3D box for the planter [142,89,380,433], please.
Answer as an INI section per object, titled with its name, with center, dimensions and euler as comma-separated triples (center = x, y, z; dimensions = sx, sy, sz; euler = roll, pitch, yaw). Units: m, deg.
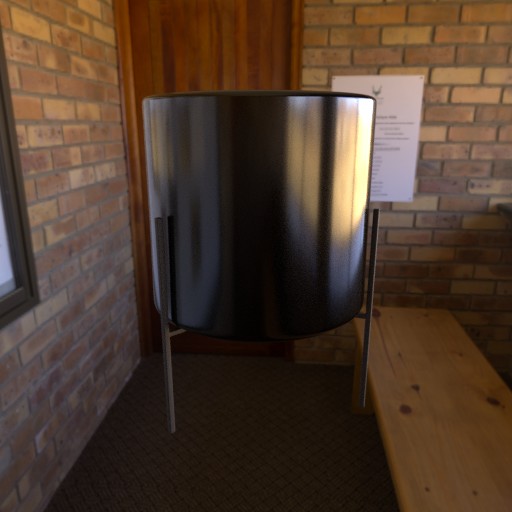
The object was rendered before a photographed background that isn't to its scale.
[planter]
center = 0.000, 0.000, 0.644
dimensions = 0.310, 0.432, 0.310
euler = -8, 18, -26
